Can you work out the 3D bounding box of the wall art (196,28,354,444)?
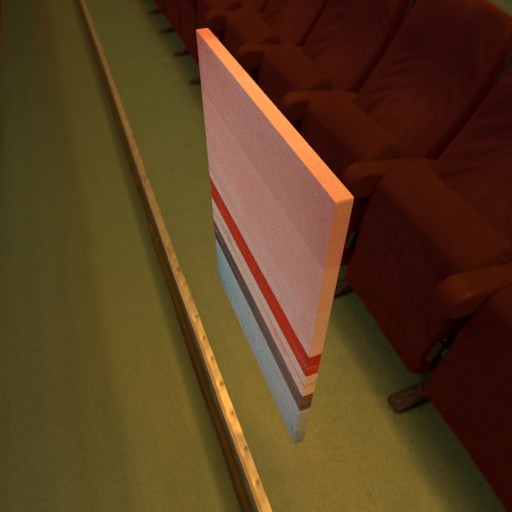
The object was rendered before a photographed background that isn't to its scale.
[{"bbox_3d":[0.000,0.000,1.309,0.039,1.016,0.761,-16,49,-15],"label":"wall art"}]
